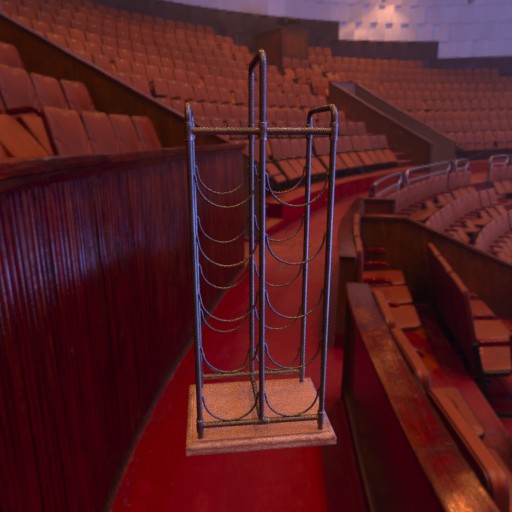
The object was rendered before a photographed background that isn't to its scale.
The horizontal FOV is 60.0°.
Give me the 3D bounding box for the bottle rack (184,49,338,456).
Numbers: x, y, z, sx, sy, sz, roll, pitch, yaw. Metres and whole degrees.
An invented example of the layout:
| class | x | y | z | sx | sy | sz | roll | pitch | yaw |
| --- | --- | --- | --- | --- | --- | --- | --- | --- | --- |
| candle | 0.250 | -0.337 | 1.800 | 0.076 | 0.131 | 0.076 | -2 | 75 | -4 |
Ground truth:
| class | x | y | z | sx | sy | sz | roll | pitch | yaw |
| --- | --- | --- | --- | --- | --- | --- | --- | --- | --- |
| bottle rack | 0.000 | 0.000 | 0.817 | 0.276 | 0.680 | 0.208 | -2 | 16 | -6 |
